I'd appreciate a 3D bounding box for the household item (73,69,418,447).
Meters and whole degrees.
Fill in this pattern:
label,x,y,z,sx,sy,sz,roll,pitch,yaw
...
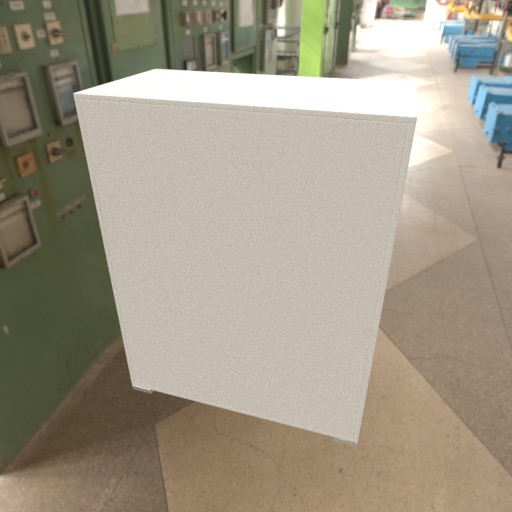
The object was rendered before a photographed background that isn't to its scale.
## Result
label,x,y,z,sx,sy,sz,roll,pitch,yaw
household item,0.000,0.000,1.395,0.790,1.010,0.420,9,32,15
